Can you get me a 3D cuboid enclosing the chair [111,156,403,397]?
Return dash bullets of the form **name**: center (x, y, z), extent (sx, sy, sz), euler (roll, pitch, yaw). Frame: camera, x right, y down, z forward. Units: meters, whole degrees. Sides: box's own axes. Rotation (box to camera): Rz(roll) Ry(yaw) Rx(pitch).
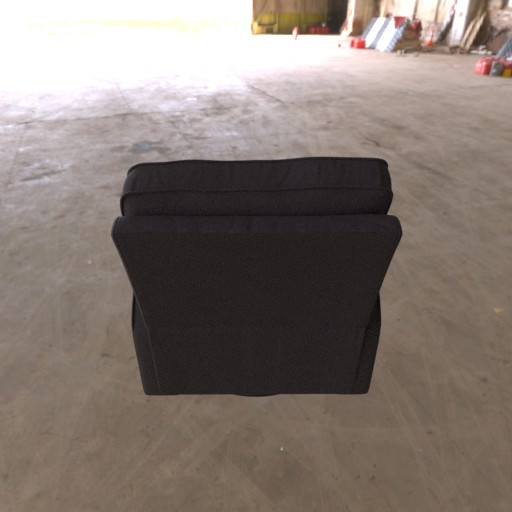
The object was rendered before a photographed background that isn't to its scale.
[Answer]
- **chair**: center (0.000, 0.000, 1.705), extent (0.861, 0.962, 0.964), euler (0, 31, 0)
